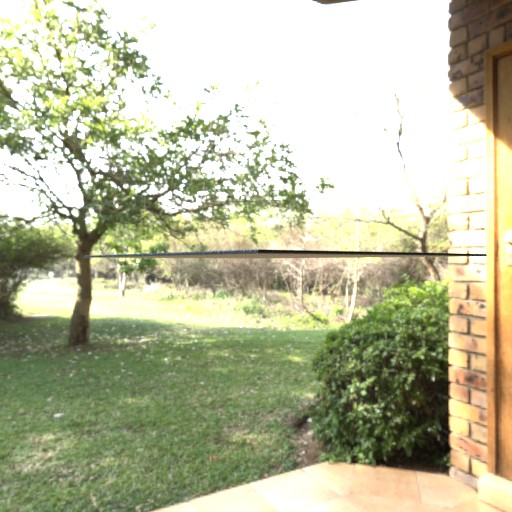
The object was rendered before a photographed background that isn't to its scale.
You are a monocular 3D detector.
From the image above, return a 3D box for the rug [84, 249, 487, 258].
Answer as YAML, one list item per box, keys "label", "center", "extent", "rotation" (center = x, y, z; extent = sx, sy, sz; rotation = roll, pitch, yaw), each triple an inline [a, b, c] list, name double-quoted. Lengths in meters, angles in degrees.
- label: "rug"
  center: [0.000, 0.000, 2.816]
  extent: [1.543, 0.015, 2.144]
  rotation: [0, -1, -36]
